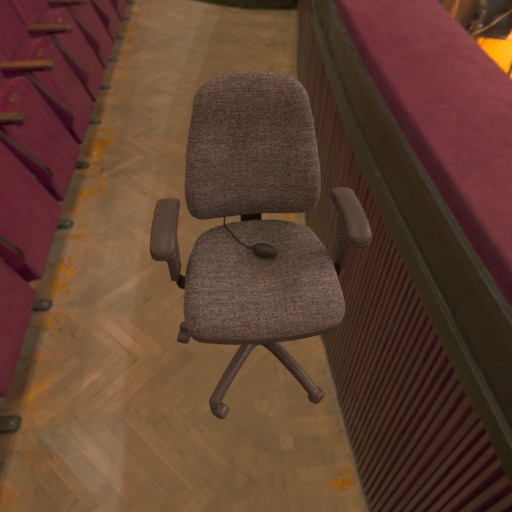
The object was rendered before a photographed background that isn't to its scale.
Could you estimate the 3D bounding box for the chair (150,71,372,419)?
[{"bbox_3d":[0.000,0.000,1.246,0.550,0.910,0.530,-4,45,-4],"label":"chair"}]
